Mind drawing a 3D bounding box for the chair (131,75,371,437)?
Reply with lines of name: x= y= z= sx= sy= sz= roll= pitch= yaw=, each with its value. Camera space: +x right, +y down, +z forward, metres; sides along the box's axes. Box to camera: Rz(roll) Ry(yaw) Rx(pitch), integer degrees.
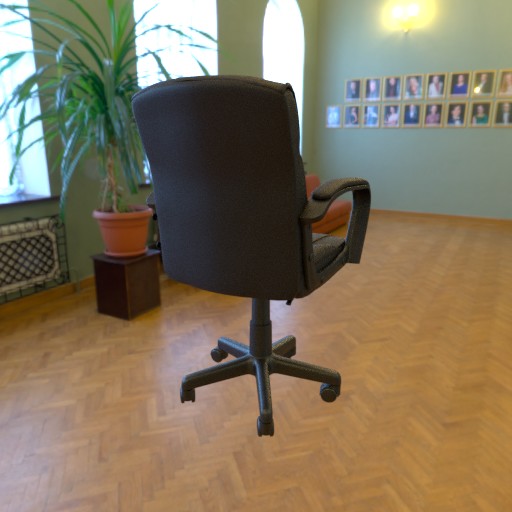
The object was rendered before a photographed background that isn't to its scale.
chair: x=0.000 y=0.000 z=1.396 sx=0.576 sy=0.998 sz=0.641 roll=8 pitch=17 yaw=27
